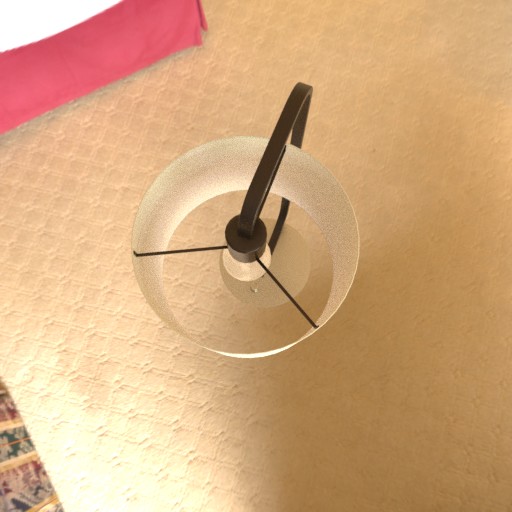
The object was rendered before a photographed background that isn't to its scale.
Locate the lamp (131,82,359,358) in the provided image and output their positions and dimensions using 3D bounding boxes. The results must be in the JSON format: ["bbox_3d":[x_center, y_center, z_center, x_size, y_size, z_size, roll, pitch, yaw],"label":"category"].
[{"bbox_3d":[0.000,0.000,0.626,0.230,0.473,0.288,21,77,5],"label":"lamp"}]
